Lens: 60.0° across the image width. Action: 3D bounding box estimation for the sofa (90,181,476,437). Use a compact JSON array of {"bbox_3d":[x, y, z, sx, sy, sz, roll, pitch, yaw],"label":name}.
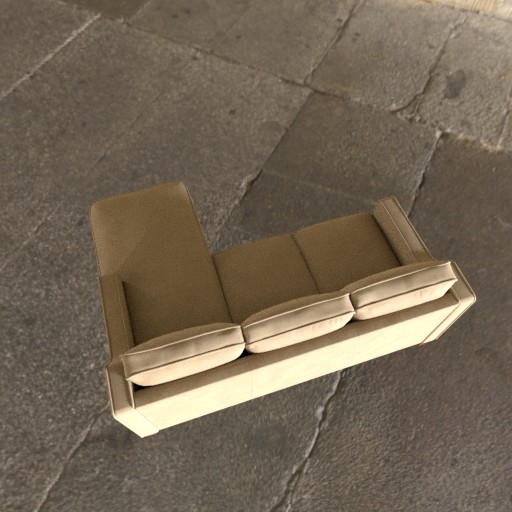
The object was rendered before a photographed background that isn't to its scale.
[{"bbox_3d":[0.000,0.000,3.341,2.317,1.066,1.858,-16,60,-9],"label":"sofa"}]
